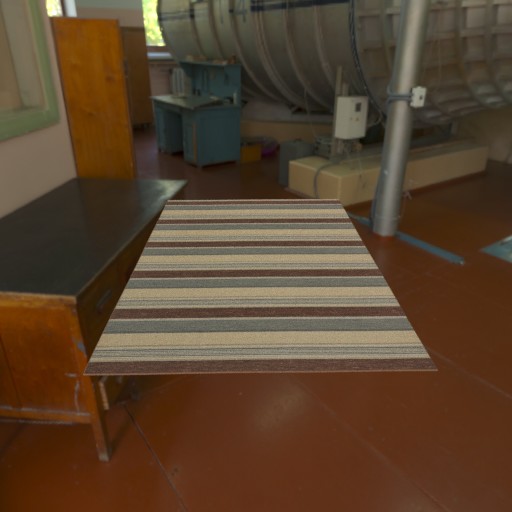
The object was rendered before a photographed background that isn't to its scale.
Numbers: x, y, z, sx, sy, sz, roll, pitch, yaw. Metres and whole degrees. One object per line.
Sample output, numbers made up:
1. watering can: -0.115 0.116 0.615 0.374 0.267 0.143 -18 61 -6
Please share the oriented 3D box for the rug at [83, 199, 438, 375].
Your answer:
1. rug: 0.000 0.000 2.337 1.219 0.008 1.829 0 26 -1
